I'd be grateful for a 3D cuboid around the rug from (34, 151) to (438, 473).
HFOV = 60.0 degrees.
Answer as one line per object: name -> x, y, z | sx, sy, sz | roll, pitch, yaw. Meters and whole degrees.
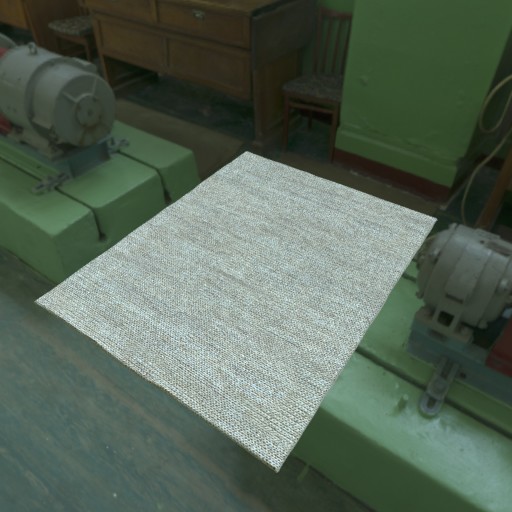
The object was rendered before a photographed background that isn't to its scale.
rug -> 0.000, 0.000, 4.126 | 2.429, 0.030, 3.052 | 25, 48, 25
